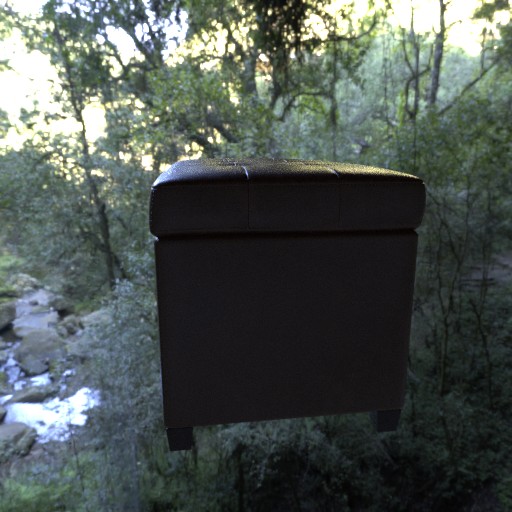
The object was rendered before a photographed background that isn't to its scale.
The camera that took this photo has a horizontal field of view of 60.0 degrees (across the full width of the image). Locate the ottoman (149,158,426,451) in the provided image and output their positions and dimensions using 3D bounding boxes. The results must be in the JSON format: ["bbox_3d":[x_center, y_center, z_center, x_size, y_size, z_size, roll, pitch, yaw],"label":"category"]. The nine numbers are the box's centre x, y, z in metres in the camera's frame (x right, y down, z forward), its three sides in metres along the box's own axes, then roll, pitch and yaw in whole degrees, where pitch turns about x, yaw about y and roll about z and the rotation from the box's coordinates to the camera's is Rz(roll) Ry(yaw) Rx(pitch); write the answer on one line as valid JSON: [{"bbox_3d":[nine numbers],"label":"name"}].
[{"bbox_3d":[0.000,0.000,1.103,0.432,0.470,0.838,-2,14,-8],"label":"ottoman"}]
